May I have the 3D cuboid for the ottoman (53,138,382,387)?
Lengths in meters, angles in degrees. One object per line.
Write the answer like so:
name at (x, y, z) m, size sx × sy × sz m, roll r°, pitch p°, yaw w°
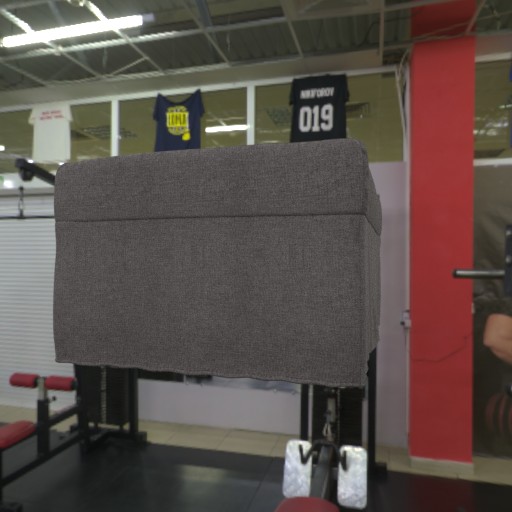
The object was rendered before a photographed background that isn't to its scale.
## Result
ottoman at (0.000, 0.000, 1.215) m, size 0.652 × 0.492 × 0.833 m, roll 0°, pitch 0°, yaw 18°
